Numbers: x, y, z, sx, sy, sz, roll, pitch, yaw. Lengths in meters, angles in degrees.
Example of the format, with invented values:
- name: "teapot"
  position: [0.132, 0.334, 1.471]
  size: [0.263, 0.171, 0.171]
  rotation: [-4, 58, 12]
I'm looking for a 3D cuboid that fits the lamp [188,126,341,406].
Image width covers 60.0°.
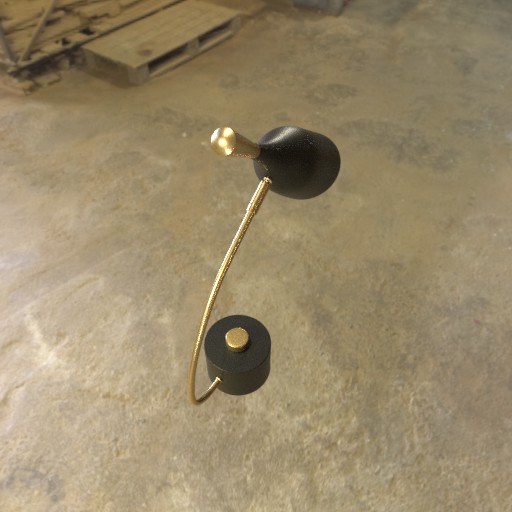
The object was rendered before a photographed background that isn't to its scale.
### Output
- name: "lamp"
  position: [0.000, 0.000, 0.631]
  size: [0.110, 0.464, 0.352]
  rotation: [25, 52, 21]
